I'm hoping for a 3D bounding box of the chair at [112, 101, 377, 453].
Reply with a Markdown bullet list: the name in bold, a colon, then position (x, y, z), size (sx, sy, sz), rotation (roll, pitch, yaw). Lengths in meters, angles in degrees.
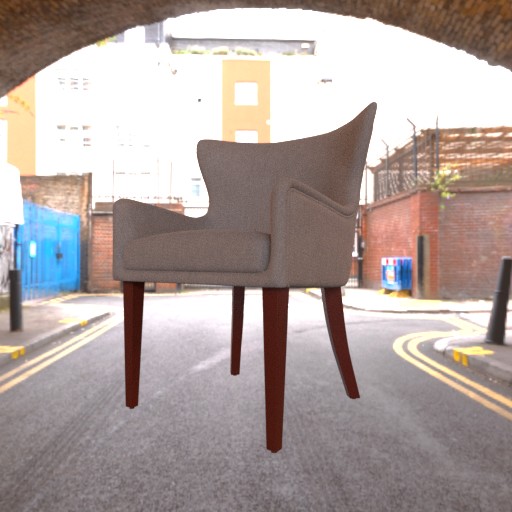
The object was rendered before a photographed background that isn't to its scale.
- **chair**: position (0.000, 0.000, 1.453), size (0.732, 0.948, 0.677), rotation (0, -1, 36)
